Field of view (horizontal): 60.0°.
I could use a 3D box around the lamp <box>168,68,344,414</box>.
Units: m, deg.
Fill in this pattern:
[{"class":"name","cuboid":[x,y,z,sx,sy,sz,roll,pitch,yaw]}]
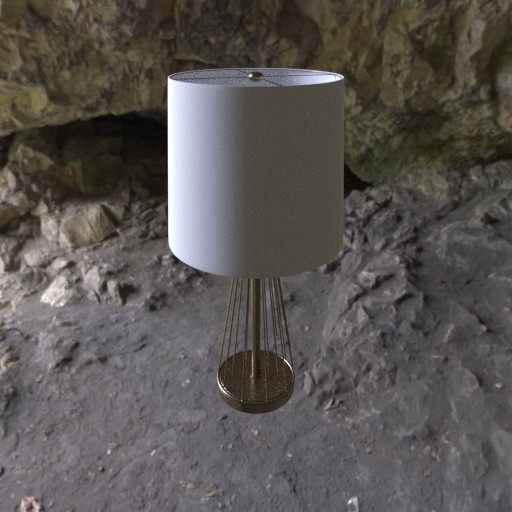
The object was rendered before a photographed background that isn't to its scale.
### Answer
[{"class":"lamp","cuboid":[0.000,0.000,0.801,0.303,0.618,0.303,0,28,0]}]
